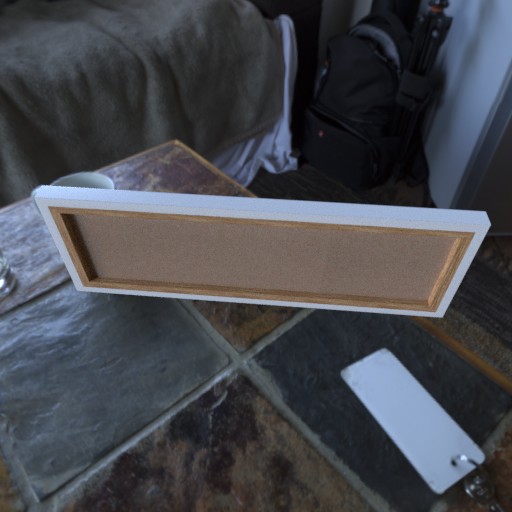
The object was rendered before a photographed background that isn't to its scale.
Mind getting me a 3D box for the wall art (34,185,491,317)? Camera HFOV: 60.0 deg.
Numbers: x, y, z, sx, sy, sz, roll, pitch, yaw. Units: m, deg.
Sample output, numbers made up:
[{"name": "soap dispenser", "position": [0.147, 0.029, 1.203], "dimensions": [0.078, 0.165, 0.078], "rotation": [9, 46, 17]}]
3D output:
[{"name": "wall art", "position": [0.000, 0.000, 0.845], "dimensions": [0.766, 0.256, 0.036], "rotation": [4, 47, 4]}]
